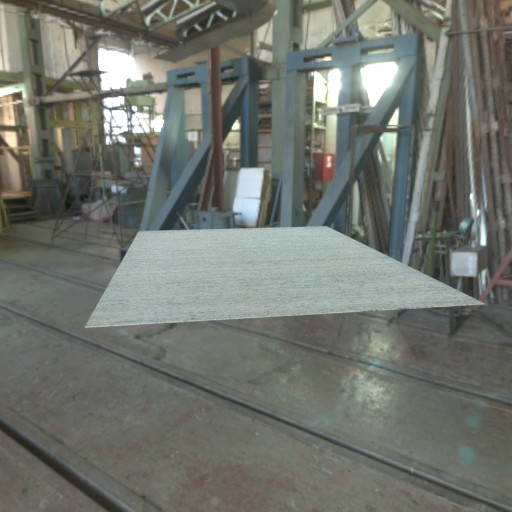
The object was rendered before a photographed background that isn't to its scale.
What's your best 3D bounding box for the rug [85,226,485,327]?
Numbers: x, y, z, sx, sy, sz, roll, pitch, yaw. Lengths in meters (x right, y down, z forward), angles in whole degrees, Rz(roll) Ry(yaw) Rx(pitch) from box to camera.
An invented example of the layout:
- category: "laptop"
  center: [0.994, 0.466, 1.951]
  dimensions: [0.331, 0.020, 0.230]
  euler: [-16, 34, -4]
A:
- category: "rug"
  center: [0.000, 0.000, 4.178]
  dimensions: [2.438, 0.006, 3.197]
  euler: [-2, 13, -9]
